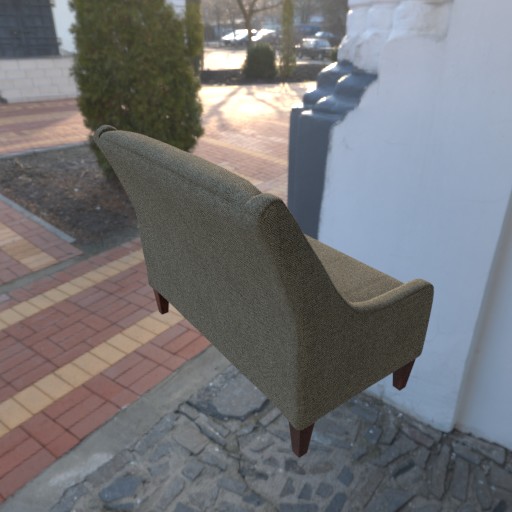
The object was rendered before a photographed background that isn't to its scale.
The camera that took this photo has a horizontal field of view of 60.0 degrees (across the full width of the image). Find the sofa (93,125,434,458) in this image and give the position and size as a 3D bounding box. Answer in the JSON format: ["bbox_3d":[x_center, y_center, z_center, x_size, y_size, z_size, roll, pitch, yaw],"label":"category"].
[{"bbox_3d":[0.000,0.000,1.915,0.870,1.021,1.242,-18,32,-32],"label":"sofa"}]
